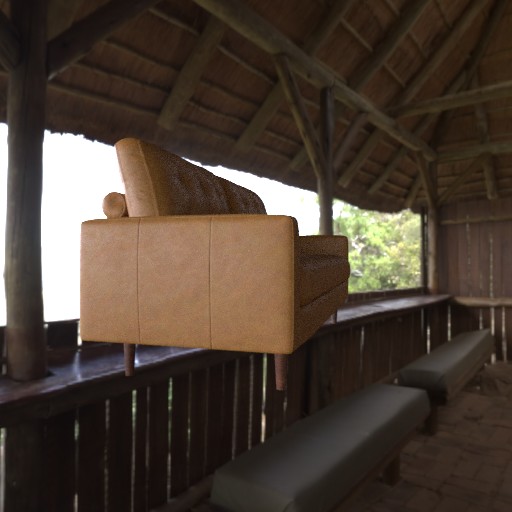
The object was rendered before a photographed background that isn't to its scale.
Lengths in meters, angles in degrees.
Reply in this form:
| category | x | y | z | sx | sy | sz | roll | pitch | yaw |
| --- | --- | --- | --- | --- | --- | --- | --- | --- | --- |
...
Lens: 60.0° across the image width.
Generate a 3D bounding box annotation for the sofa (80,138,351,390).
| category | x | y | z | sx | sy | sz | roll | pitch | yaw |
| --- | --- | --- | --- | --- | --- | --- | --- | --- | --- |
| sofa | 0.000 | 0.000 | 2.314 | 0.850 | 0.898 | 1.821 | 0 | 0 | 17 |
